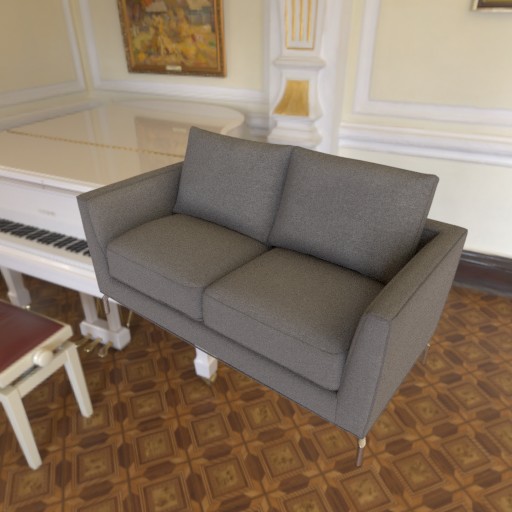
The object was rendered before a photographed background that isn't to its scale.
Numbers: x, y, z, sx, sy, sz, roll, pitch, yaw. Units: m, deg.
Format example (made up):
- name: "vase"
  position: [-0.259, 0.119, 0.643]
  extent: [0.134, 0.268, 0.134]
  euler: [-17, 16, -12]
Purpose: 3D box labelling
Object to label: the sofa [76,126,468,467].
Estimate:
- name: "sofa"
  position: [0.000, 0.000, 2.070]
  extent: [1.594, 0.924, 0.803]
  euler: [21, 35, 32]
